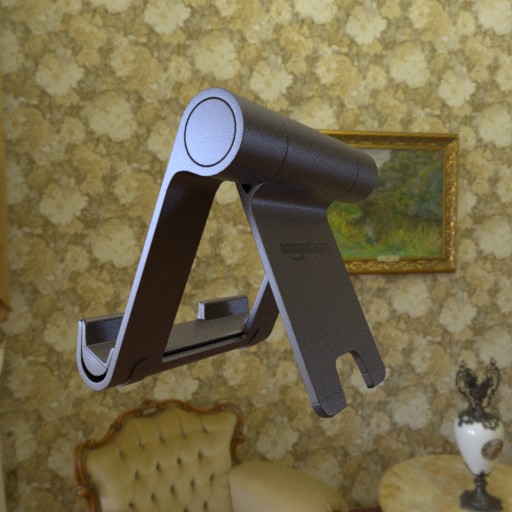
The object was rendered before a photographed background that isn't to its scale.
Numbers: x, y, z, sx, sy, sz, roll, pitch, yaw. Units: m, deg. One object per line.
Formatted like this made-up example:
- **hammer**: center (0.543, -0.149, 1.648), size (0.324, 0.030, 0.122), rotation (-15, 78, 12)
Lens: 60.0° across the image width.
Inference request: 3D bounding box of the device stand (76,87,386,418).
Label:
- **device stand**: center (0.000, 0.000, 0.154), size (0.079, 0.084, 0.088), rotation (1, 2, 35)
